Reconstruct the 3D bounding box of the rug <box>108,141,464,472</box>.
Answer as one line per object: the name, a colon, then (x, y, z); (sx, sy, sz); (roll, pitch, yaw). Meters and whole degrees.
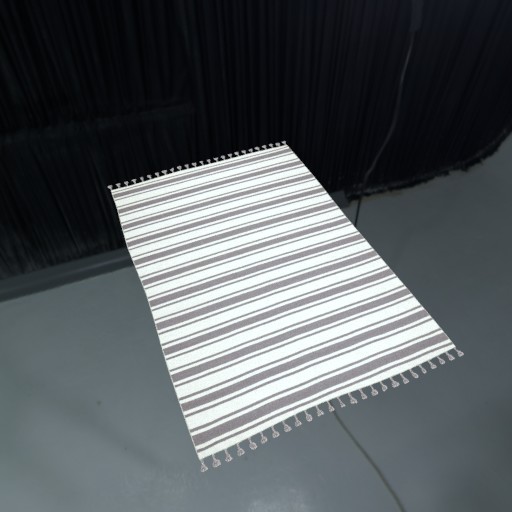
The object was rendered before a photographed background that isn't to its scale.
rug: (0.000, 0.000, 3.905); (2.030, 0.017, 3.040); (-18, 50, -15)
